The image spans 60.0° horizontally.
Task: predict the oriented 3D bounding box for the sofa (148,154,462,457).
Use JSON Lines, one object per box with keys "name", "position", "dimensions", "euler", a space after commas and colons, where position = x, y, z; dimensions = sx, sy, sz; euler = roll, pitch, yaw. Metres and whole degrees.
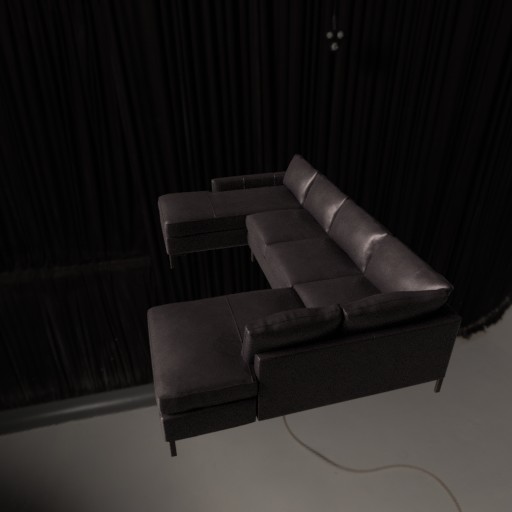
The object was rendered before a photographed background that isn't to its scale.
{"name": "sofa", "position": [0.000, 0.000, 3.878], "dimensions": [1.939, 0.900, 2.956], "euler": [-8, 31, -13]}
